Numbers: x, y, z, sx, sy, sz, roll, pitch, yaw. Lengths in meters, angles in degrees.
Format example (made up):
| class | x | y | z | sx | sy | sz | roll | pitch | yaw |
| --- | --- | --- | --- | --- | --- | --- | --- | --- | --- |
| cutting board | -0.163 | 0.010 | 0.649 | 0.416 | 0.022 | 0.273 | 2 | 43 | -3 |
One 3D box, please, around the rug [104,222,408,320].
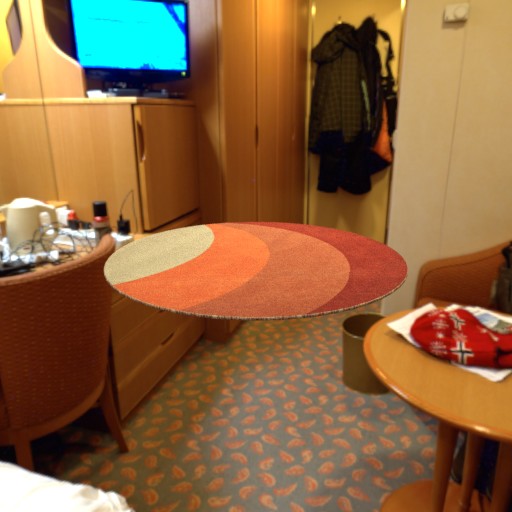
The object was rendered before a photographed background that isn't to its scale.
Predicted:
| class | x | y | z | sx | sy | sz | roll | pitch | yaw |
| --- | --- | --- | --- | --- | --- | --- | --- | --- | --- |
| rug | 0.000 | 0.000 | 2.319 | 1.514 | 0.015 | 1.514 | 0 | 18 | 0 |
